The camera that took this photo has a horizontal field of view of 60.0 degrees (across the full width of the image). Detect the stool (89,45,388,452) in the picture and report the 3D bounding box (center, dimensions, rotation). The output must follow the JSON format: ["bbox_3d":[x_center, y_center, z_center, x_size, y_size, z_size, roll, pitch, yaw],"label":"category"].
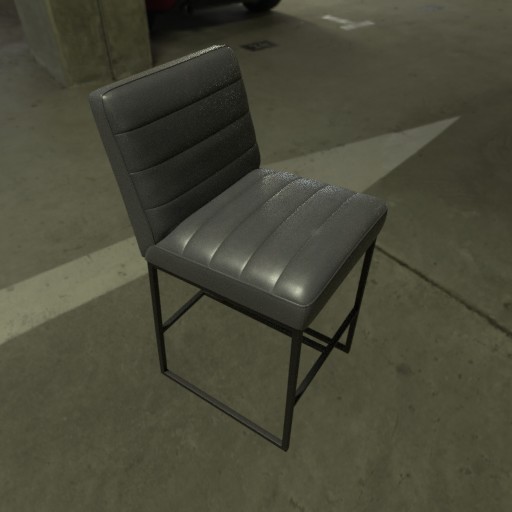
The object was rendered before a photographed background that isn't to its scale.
[{"bbox_3d":[0.000,0.000,1.221,0.552,0.938,0.457,23,45,25],"label":"stool"}]
